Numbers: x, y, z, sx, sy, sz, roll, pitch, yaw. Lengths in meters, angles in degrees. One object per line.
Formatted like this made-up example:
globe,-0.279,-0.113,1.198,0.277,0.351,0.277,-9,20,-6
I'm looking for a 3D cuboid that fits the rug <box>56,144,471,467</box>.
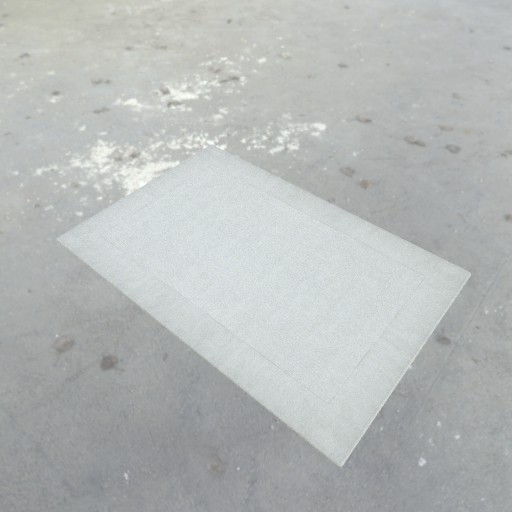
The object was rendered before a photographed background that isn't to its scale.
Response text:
rug,0.000,0.000,2.327,1.829,0.013,1.219,31,54,26
